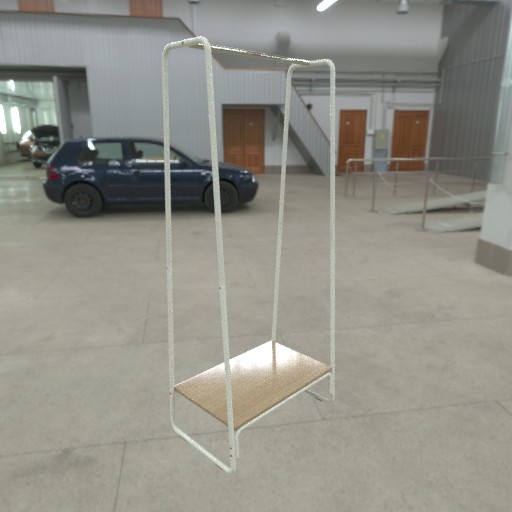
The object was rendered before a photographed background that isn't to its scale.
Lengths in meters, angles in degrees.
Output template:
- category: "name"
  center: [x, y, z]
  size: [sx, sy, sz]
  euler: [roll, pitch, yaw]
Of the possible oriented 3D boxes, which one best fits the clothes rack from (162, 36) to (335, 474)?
- category: "clothes rack"
  center: [0.000, 0.000, 1.774]
  size: [0.400, 1.500, 0.640]
  euler: [15, 22, 43]
